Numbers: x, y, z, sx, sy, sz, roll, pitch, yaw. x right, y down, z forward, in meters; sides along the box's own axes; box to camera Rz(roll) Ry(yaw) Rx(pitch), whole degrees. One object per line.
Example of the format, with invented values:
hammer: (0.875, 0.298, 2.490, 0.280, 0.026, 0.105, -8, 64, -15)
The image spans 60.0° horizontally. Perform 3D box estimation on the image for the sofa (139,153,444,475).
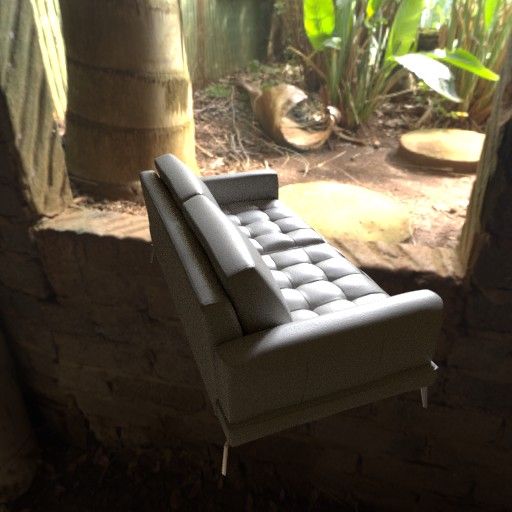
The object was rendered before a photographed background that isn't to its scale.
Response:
sofa: (0.000, 0.000, 2.758, 1.121, 0.930, 2.177, -10, 31, -18)
